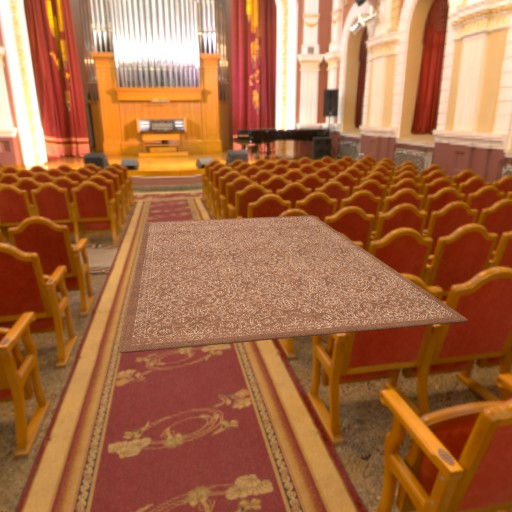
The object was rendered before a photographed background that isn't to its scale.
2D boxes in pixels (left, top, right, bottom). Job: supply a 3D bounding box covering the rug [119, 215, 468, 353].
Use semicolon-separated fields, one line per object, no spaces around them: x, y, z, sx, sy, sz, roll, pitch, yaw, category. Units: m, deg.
0.000;0.000;2.934;1.524;0.011;2.286;-3;18;-10;rug
